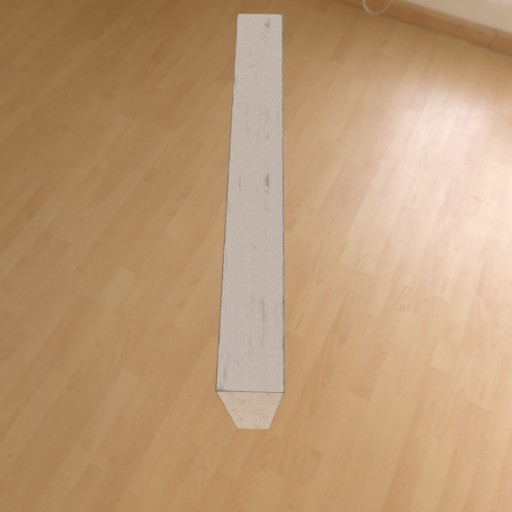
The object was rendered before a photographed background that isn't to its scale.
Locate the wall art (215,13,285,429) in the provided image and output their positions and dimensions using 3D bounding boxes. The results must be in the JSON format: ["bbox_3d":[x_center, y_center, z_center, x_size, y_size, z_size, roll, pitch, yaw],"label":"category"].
[{"bbox_3d":[0.000,0.000,0.445,0.038,0.305,0.305,1,65,1],"label":"wall art"}]
